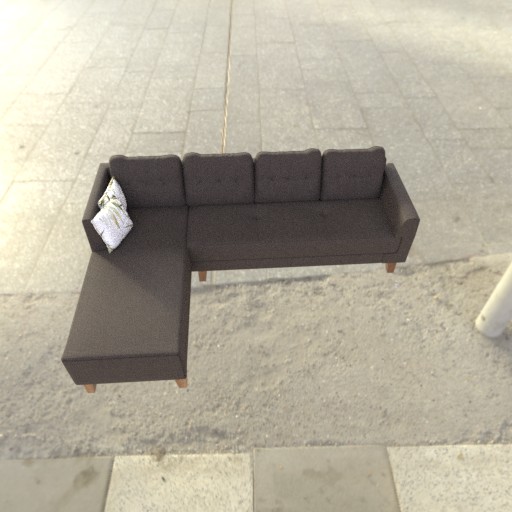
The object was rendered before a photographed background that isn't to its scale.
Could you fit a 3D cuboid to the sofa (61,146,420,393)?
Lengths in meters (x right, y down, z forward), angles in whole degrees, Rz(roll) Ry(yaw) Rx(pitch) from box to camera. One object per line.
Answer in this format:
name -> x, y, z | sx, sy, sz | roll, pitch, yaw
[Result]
sofa -> 0.000, 0.000, 3.583 | 2.679, 0.932, 1.829 | -3, 46, -2
